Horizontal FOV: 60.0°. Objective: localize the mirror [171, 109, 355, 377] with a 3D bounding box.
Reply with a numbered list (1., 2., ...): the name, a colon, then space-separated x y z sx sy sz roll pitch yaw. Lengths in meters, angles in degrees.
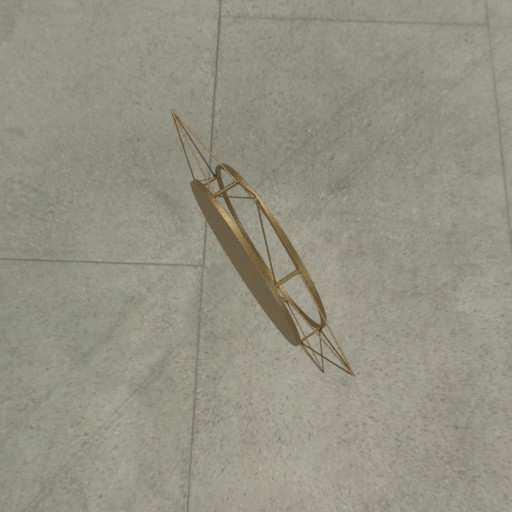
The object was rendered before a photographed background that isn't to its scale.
1. mirror: 0.000 0.000 0.805 0.062 0.581 0.498 -33 78 -8
